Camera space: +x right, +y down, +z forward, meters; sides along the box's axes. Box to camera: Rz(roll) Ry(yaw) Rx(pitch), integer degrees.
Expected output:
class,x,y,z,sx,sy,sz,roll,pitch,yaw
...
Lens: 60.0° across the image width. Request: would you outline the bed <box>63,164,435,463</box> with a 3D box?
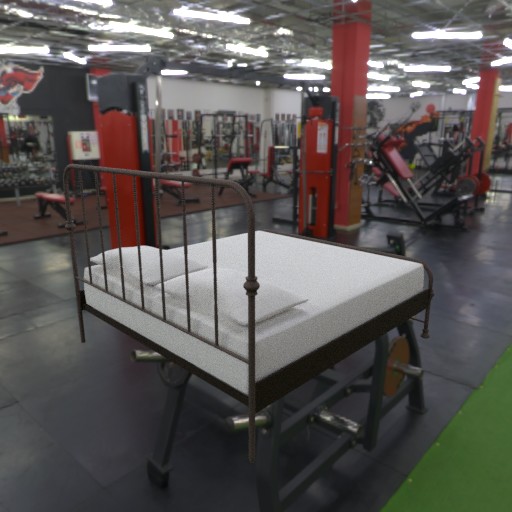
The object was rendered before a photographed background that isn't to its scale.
class,x,y,z,sx,sy,sz,roll,pitch,yaw
bed,0.000,0.000,3.503,2.044,1.446,2.134,15,21,43
